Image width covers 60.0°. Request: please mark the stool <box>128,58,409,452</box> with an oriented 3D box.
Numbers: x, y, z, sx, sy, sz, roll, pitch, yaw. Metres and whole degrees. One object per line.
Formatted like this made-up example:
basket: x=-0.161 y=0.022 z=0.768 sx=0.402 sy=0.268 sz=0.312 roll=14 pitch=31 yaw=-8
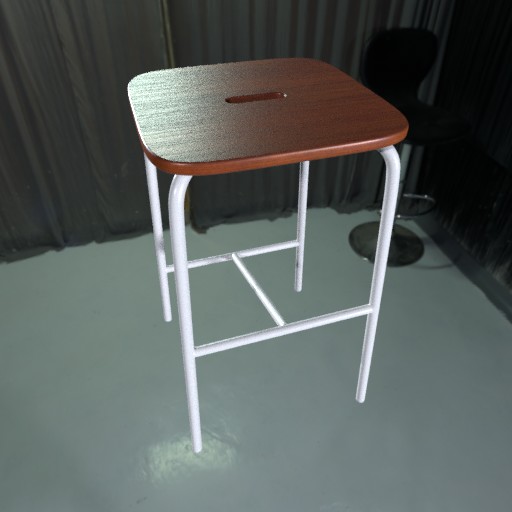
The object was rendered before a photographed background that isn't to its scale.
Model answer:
stool: x=0.000 y=0.000 z=0.852 sx=0.376 sy=0.610 sz=0.376 roll=-12 pitch=41 yaw=-14
